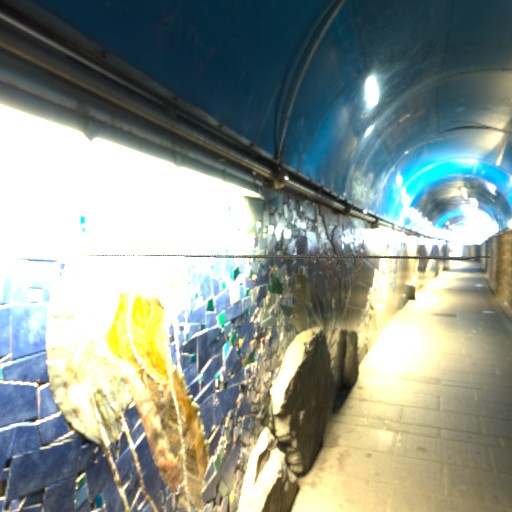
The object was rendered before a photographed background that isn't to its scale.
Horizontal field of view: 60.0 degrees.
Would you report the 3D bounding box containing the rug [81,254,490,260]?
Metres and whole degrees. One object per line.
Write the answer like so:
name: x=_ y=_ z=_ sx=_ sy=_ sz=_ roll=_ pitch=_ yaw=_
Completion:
rug: x=0.000 y=0.000 z=2.693 sx=2.439 sy=0.013 sz=0.762 roll=0 pitch=1 yaw=35
